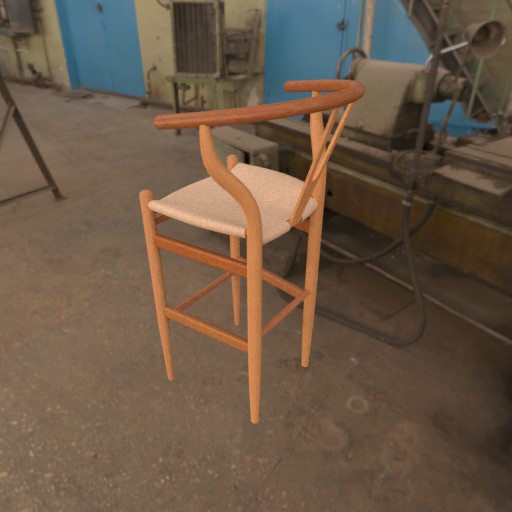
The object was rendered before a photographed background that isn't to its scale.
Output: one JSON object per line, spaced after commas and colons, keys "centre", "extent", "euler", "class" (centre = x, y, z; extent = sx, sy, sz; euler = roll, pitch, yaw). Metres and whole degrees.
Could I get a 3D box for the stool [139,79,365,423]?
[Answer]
{"centre": [0.000, 0.000, 1.405], "extent": [0.561, 1.068, 0.574], "euler": [21, 37, 31], "class": "stool"}
